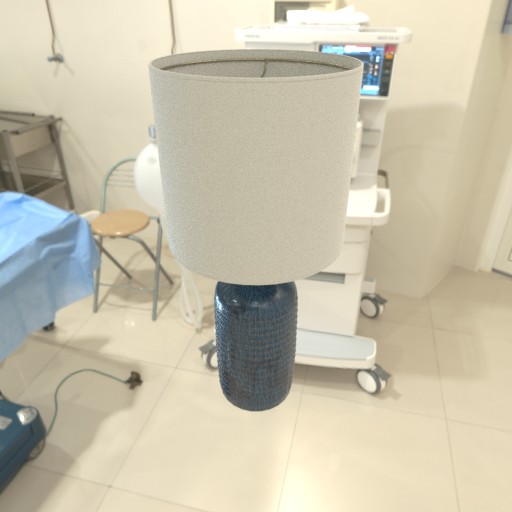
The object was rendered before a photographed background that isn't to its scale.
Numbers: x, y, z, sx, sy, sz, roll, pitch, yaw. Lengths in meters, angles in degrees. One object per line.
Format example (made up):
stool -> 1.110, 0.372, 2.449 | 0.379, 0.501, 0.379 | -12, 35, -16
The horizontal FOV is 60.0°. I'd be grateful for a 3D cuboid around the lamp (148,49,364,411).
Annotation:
lamp -> 0.000, 0.000, 0.584 | 0.220, 0.475, 0.220 | 11, 32, 18
